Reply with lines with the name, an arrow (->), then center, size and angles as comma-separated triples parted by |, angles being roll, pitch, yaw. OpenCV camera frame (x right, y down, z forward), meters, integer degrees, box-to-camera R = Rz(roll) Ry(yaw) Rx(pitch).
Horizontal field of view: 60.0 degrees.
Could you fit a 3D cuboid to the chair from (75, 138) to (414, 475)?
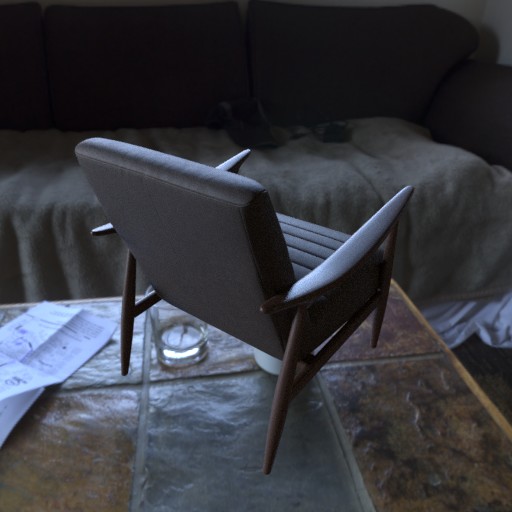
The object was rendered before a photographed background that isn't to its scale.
chair -> 0.000, 0.000, 1.420 | 0.741, 0.831, 0.798 | 21, 36, 31
